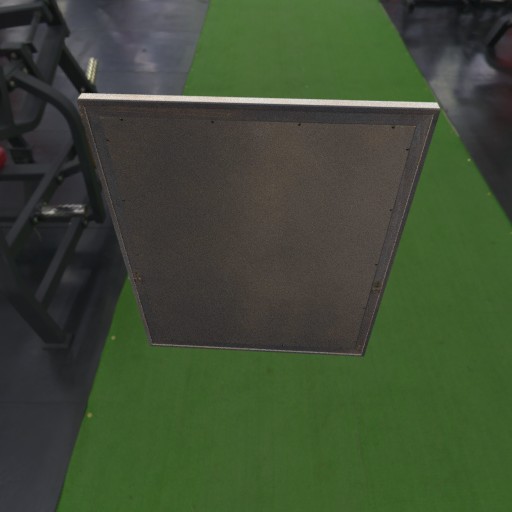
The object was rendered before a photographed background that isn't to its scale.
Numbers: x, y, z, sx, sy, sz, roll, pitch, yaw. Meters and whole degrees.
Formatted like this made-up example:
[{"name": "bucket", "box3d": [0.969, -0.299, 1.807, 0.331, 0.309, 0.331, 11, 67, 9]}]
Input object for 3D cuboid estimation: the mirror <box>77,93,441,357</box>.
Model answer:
[{"name": "mirror", "box3d": [0.000, 0.000, 1.209, 0.730, 0.882, 0.032, 2, 45, 2]}]
